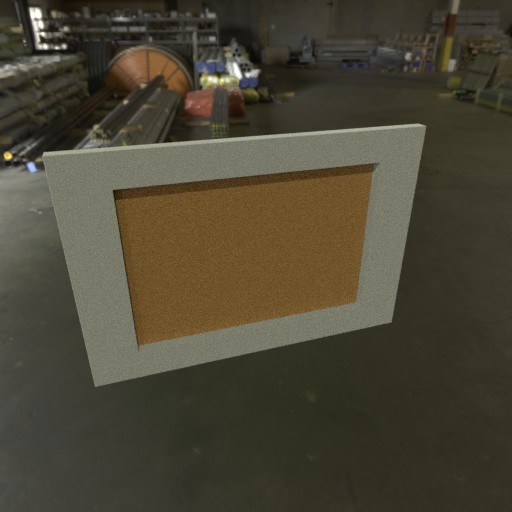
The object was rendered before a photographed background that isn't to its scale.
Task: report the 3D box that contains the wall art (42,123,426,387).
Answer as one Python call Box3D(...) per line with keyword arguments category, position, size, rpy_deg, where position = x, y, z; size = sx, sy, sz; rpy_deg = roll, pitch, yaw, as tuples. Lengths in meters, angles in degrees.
Box3D(category="wall art", position=(0.000, 0.000, 1.165), size=(0.906, 0.617, 0.033), rpy_deg=(-9, 29, -16))
